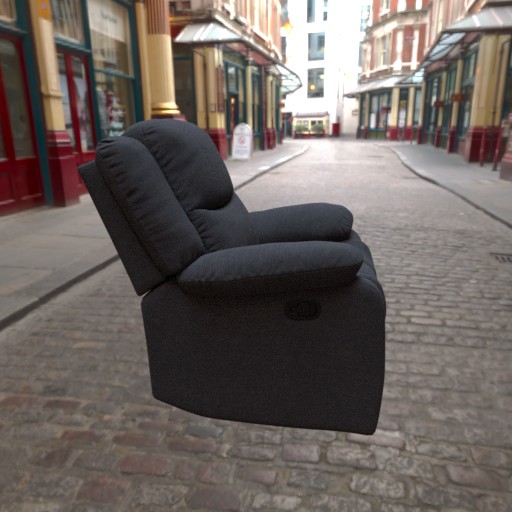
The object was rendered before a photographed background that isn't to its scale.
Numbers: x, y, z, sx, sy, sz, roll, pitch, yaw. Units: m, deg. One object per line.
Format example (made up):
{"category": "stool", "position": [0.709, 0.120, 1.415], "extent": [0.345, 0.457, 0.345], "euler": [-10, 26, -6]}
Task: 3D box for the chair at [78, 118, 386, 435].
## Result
{"category": "chair", "position": [0.000, 0.000, 1.699], "extent": [0.944, 1.008, 0.899], "euler": [3, 16, 9]}
